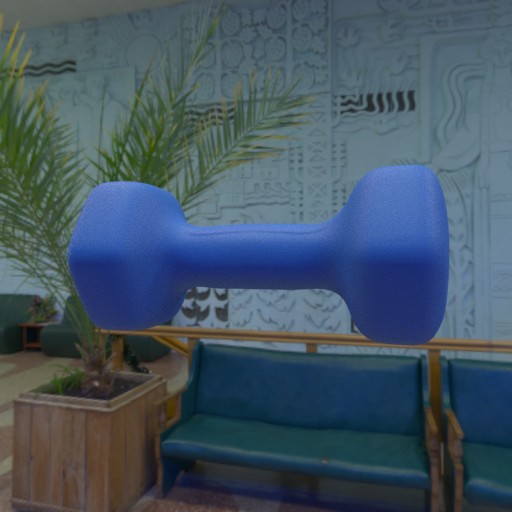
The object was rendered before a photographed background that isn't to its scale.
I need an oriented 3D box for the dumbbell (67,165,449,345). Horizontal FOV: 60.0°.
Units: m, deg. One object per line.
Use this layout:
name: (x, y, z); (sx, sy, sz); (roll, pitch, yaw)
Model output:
dumbbell: (0.000, 0.000, 0.266); (0.212, 0.093, 0.103); (0, -1, 17)
